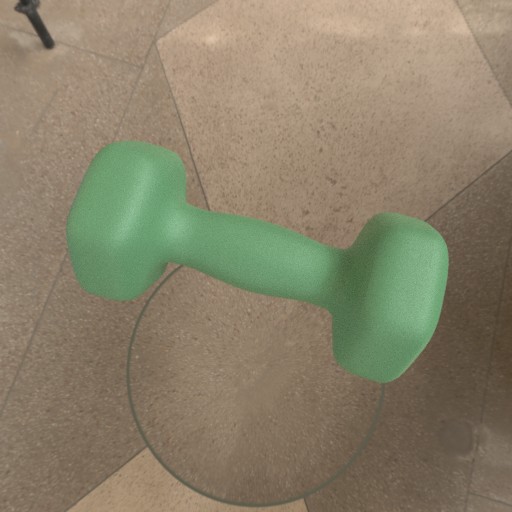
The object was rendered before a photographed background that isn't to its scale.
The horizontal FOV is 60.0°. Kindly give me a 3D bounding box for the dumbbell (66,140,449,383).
[{"bbox_3d":[0.000,0.000,0.329,0.257,0.114,0.126,17,77,4],"label":"dumbbell"}]
